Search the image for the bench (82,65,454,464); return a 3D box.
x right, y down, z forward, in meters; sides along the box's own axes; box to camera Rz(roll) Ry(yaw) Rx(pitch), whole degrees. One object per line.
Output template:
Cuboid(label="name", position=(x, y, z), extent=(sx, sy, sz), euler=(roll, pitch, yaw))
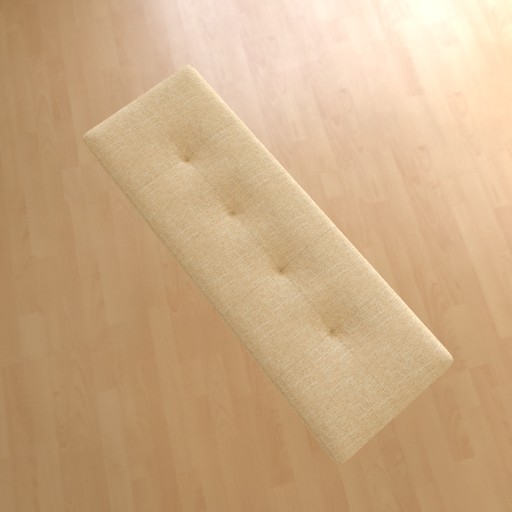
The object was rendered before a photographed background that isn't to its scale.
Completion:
Cuboid(label="bench", position=(0.000, 0.000, 1.457), extent=(0.432, 0.406, 1.219), euler=(-38, 79, -9))
